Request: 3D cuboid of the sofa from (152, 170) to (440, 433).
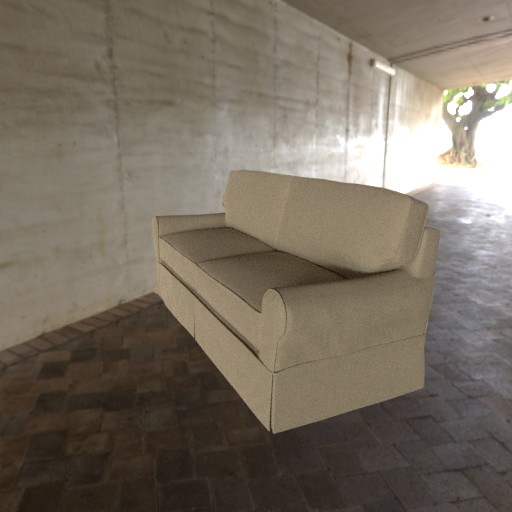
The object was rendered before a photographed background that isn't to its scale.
[{"bbox_3d":[0.000,0.000,2.858,0.900,1.014,2.246,-7,16,-25],"label":"sofa"}]
